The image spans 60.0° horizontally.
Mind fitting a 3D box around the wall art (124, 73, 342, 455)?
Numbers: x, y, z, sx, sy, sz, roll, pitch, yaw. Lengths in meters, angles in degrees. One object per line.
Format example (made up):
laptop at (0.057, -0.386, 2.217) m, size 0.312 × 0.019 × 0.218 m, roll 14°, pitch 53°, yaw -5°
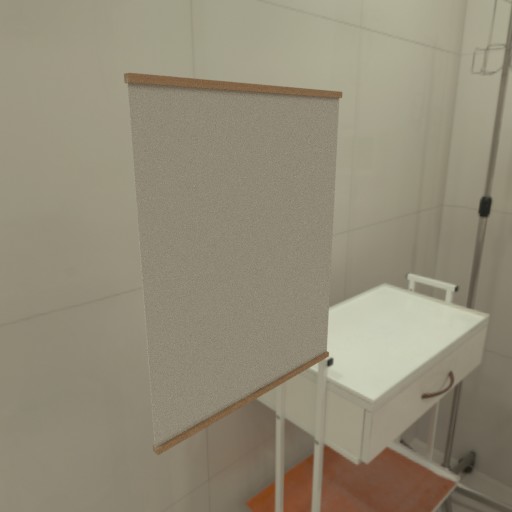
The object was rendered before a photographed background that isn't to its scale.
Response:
wall art at (0.000, 0.000, 0.702) m, size 0.405 × 0.508 × 0.012 m, roll -15°, pitch 22°, yaw -42°
